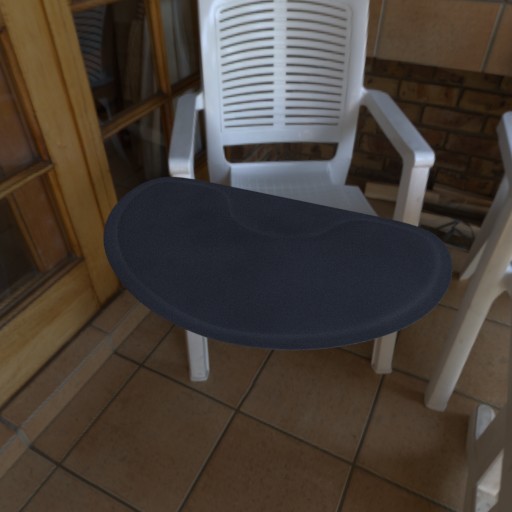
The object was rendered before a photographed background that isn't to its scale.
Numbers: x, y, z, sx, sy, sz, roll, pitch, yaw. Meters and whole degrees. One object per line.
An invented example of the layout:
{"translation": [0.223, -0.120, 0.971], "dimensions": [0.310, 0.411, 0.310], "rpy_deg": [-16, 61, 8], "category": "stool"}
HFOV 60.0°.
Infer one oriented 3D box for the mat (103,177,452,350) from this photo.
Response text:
{"translation": [0.000, 0.000, 1.830], "dimensions": [1.524, 0.013, 0.913], "rpy_deg": [14, 43, 15], "category": "mat"}
